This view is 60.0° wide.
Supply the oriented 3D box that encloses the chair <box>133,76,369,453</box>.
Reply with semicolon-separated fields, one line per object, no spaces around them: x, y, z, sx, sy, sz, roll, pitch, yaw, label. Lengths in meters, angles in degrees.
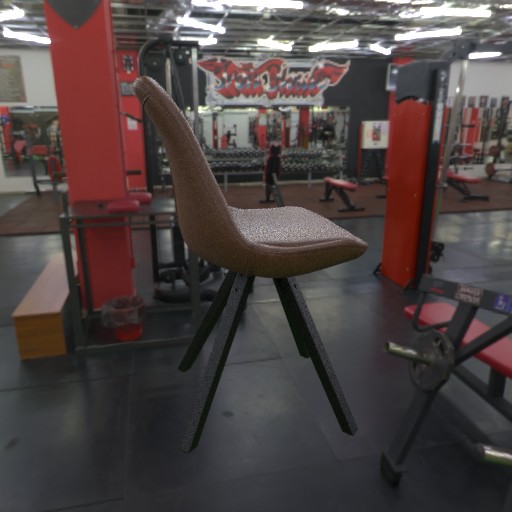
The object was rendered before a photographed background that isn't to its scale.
0.000;0.000;1.164;0.550;0.850;0.475;-3;17;-10;chair
